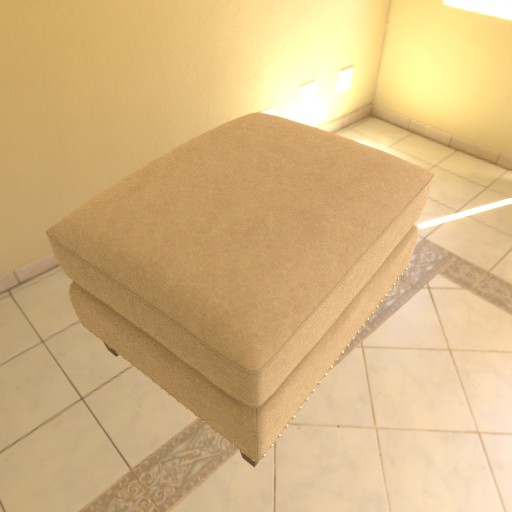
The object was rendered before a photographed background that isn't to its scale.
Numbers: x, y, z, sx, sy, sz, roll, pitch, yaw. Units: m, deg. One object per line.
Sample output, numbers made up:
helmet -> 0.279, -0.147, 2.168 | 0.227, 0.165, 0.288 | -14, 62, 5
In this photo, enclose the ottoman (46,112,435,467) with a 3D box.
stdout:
ottoman -> 0.000, 0.000, 1.130 | 0.584, 0.513, 0.741 | 28, 49, 27
